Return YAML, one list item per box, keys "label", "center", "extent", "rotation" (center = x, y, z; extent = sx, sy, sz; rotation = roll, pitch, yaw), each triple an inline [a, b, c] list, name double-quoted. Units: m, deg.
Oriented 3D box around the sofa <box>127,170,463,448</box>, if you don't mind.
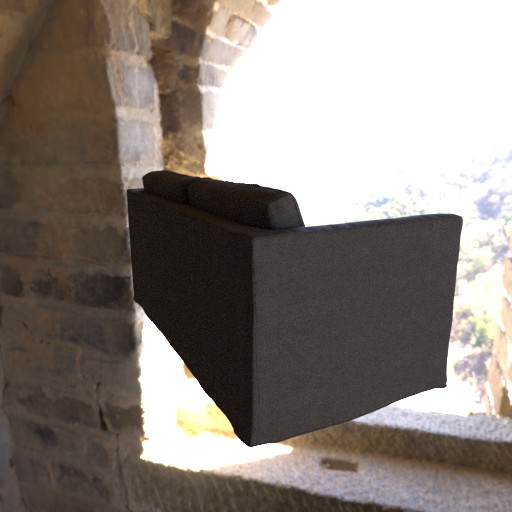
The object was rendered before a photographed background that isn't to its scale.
- label: "sofa"
  center: [0.000, 0.000, 2.344]
  extent: [0.974, 0.854, 1.802]
  rotation: [-7, 15, -27]
